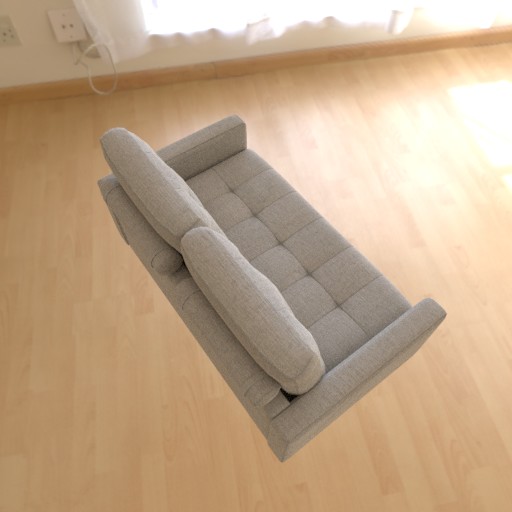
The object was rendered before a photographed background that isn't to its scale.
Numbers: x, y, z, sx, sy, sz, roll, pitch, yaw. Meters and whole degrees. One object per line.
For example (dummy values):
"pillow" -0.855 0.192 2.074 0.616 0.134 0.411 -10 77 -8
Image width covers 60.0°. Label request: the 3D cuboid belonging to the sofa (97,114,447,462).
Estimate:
"sofa" 0.000 0.000 1.939 0.842 0.907 1.407 -32 63 -19
